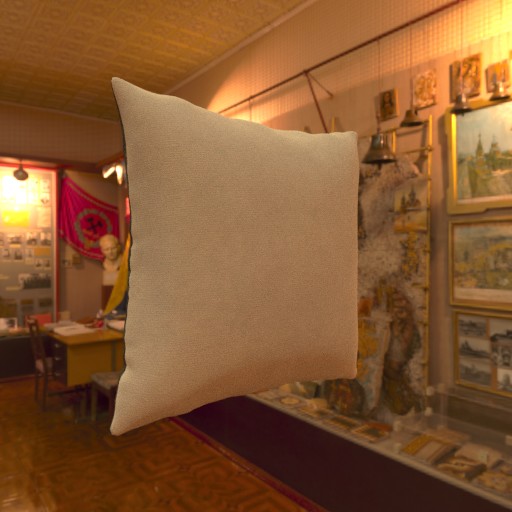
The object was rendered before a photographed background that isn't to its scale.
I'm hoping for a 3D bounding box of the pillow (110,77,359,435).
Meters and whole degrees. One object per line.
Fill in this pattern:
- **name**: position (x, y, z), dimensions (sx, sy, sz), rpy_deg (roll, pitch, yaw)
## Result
- **pillow**: position (0.000, 0.000, 0.658), dimensions (0.433, 0.434, 0.196), rpy_deg (0, 0, -36)
